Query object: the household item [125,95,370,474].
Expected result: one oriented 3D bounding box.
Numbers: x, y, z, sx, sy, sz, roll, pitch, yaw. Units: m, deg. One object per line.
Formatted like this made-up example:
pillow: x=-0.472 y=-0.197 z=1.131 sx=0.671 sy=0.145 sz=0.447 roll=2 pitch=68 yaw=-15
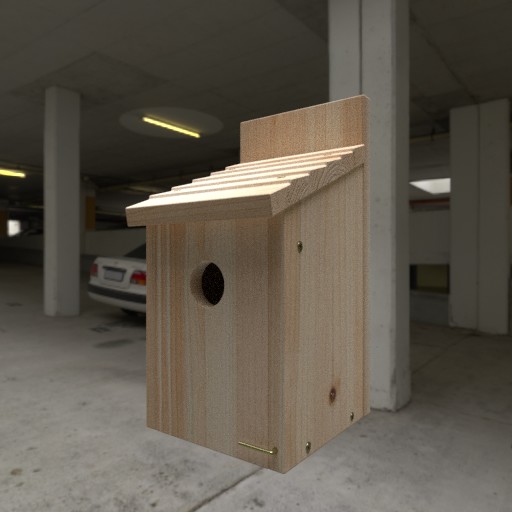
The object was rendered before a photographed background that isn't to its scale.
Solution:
household item: x=0.000 y=0.000 z=0.398 sx=0.149 sy=0.300 sz=0.171 roll=0 pitch=0 yaw=36
